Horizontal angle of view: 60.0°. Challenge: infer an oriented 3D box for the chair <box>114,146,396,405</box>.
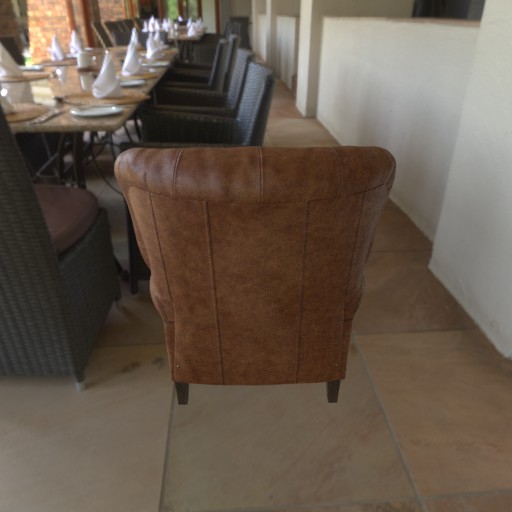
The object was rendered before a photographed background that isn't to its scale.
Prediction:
[{"bbox_3d":[0.000,0.000,1.945,0.951,1.164,1.059,0,29,-1],"label":"chair"}]
